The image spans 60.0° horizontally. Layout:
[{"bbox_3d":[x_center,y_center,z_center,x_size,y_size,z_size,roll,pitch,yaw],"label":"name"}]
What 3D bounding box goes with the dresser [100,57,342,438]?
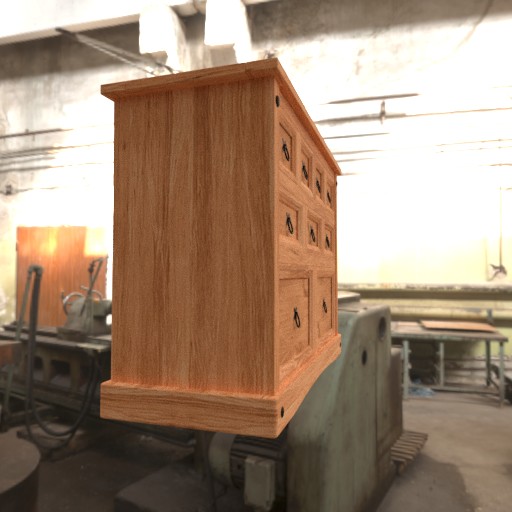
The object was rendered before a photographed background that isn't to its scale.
[{"bbox_3d":[0.000,0.000,1.382,0.410,0.740,0.990,-1,-2,18],"label":"dresser"}]
